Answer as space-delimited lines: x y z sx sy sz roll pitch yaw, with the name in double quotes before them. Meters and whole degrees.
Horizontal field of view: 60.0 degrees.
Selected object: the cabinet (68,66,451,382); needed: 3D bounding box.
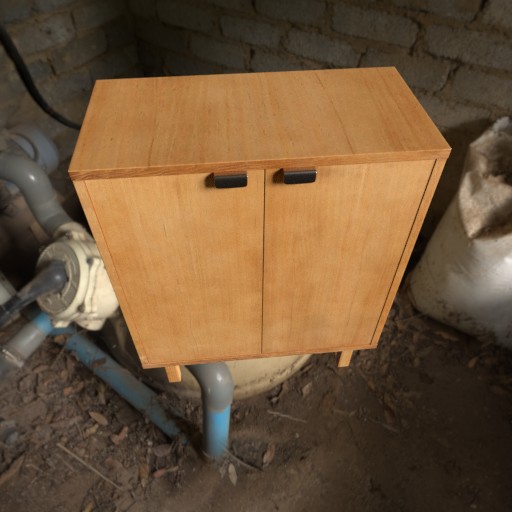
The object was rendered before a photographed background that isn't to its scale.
"cabinet" 0.000 0.000 1.414 0.800 1.001 0.419 -4 47 -4
